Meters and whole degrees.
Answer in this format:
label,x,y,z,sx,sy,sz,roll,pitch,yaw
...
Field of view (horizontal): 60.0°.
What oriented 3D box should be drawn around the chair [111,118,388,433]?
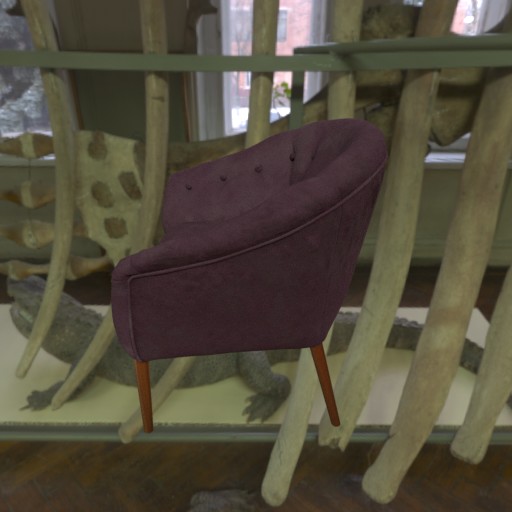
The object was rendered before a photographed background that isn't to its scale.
label,x,y,z,sx,sy,sz,roll,pitch,yaw
chair,0.000,0.000,1.516,0.776,0.885,0.851,0,26,0
